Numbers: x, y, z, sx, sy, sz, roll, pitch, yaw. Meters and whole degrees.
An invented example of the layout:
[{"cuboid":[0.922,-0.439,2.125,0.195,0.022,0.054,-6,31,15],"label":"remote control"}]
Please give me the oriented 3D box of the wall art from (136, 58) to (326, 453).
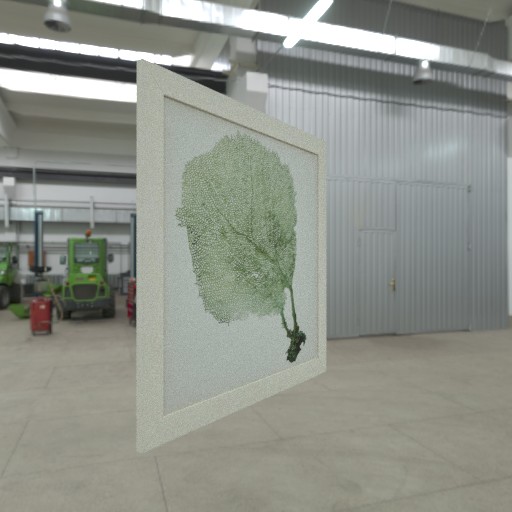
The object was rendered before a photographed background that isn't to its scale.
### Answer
[{"cuboid":[0.000,0.000,0.896,0.013,0.584,0.584,0,0,36],"label":"wall art"}]
